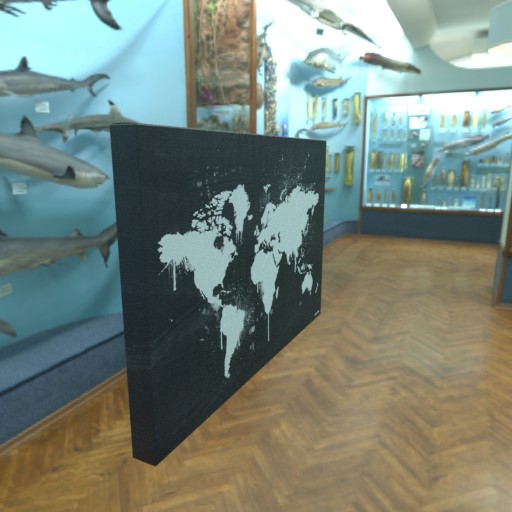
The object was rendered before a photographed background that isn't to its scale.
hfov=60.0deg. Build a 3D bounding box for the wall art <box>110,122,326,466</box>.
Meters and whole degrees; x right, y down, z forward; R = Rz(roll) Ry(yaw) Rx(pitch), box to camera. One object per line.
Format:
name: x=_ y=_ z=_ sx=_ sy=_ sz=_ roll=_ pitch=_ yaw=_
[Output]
wall art: x=0.000 y=0.000 z=0.772 sx=0.038 sy=0.409 sz=0.610 roll=7 pitch=14 yaw=27
